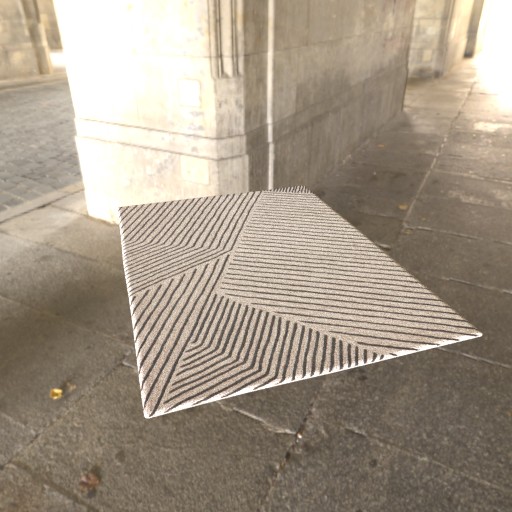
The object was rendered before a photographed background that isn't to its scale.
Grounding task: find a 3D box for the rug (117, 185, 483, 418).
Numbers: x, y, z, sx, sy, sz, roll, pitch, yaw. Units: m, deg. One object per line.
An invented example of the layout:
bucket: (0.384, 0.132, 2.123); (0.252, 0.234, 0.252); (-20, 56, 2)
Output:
rug: (0.000, 0.000, 3.195); (1.829, 0.028, 2.449); (-9, 31, -16)
